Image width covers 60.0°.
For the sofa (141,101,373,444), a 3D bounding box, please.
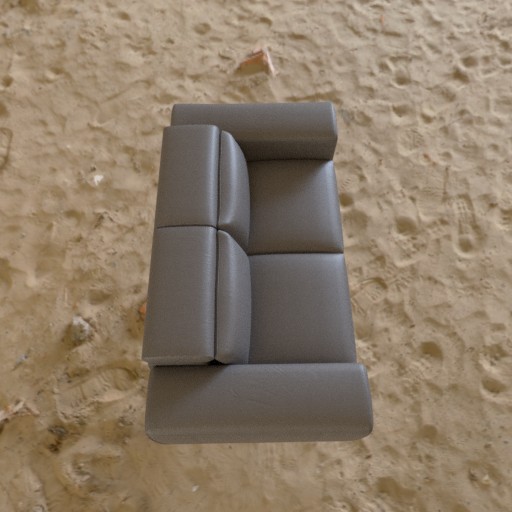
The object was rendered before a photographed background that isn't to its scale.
[{"bbox_3d":[0.000,0.000,2.502,1.024,0.753,1.930,-1,64,0],"label":"sofa"}]
